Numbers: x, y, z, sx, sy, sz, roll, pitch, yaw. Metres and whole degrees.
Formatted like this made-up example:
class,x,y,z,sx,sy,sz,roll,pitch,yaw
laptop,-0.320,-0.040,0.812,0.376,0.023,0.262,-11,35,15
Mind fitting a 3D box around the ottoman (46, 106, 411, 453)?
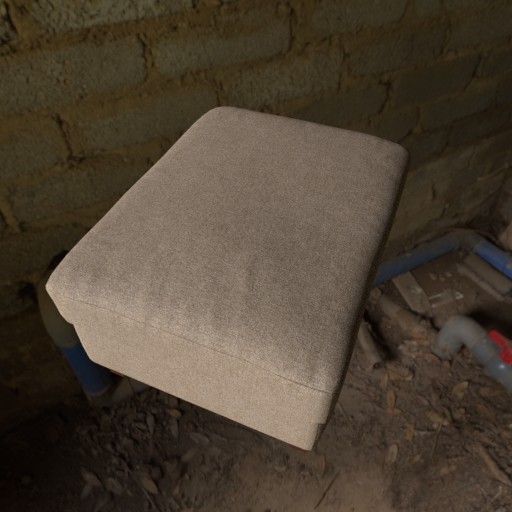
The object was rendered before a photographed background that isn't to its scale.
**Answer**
class,x,y,z,sx,sy,sz,roll,pitch,yaw
ottoman,0.000,0.000,1.305,0.692,0.511,0.889,17,49,15
